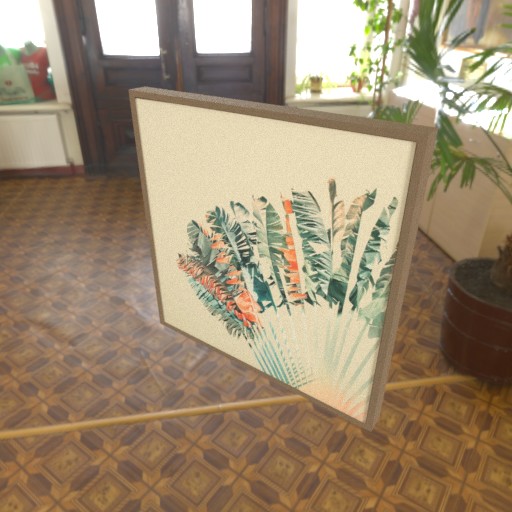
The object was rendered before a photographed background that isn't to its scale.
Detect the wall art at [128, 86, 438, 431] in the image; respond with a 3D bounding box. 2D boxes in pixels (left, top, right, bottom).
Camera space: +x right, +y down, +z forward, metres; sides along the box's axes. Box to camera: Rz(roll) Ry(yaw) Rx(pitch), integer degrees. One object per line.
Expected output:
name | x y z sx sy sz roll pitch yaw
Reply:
wall art | 0.000 0.000 0.771 0.508 0.506 0.038 19 35 30
